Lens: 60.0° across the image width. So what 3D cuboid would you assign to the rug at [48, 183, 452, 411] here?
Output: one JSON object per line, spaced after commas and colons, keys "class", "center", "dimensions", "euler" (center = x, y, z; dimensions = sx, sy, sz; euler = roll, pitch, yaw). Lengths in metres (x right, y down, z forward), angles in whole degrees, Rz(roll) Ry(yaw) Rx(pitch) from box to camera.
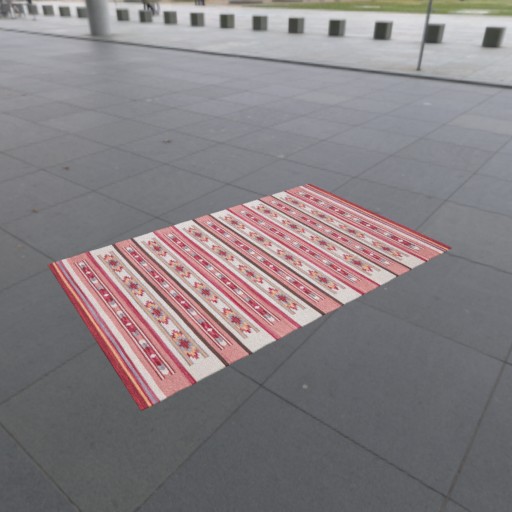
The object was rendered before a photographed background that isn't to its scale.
{"class": "rug", "center": [0.000, 0.000, 3.138], "dimensions": [2.431, 0.010, 1.535], "euler": [-21, 37, -31]}
